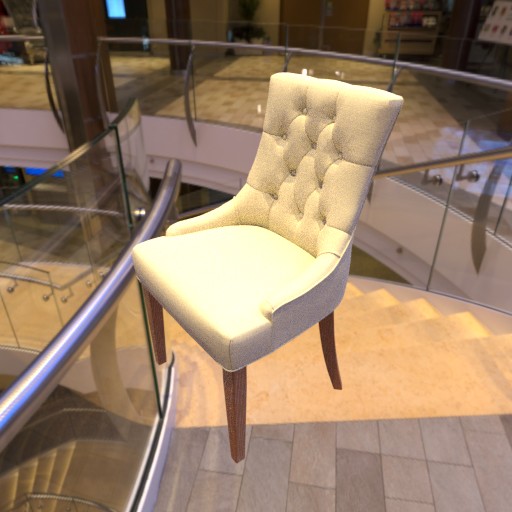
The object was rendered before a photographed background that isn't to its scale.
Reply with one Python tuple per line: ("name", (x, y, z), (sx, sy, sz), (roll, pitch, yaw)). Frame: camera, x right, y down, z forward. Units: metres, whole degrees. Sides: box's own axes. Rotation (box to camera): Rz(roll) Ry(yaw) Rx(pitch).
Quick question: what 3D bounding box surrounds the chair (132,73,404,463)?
("chair", (0.000, 0.000, 1.230), (0.565, 0.874, 0.509), (-21, 37, -31))
